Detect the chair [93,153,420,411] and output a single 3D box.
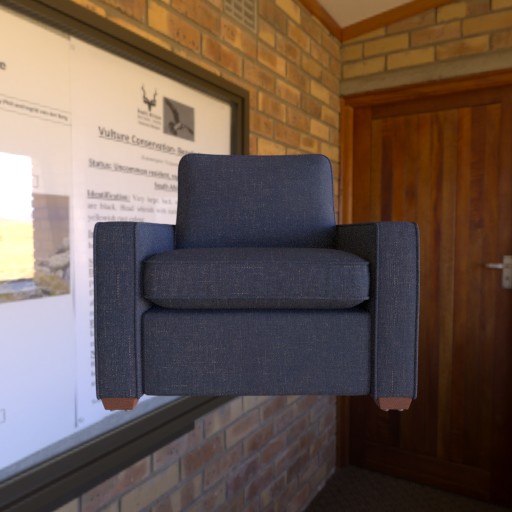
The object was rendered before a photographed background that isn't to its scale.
[{"bbox_3d":[0.000,0.000,1.782,1.017,0.919,0.940,0,3,0],"label":"chair"}]
